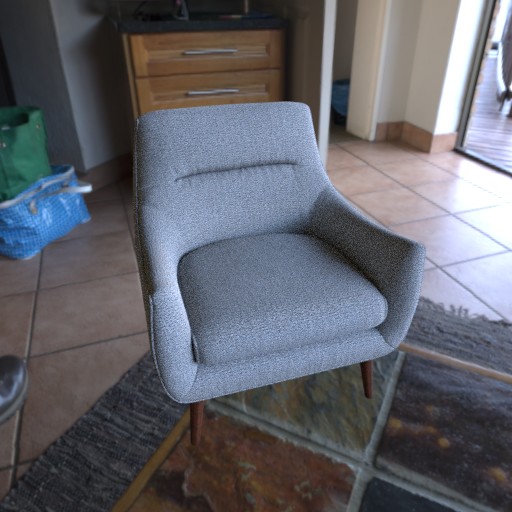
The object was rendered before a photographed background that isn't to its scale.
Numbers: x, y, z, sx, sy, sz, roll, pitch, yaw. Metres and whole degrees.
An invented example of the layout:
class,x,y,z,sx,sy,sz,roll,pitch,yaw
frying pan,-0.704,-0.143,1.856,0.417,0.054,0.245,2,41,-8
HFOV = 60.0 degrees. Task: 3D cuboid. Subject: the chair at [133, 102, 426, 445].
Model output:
class,x,y,z,sx,sy,sz,roll,pitch,yaw
chair,0.000,0.000,1.469,0.762,0.838,0.787,-9,32,-15
